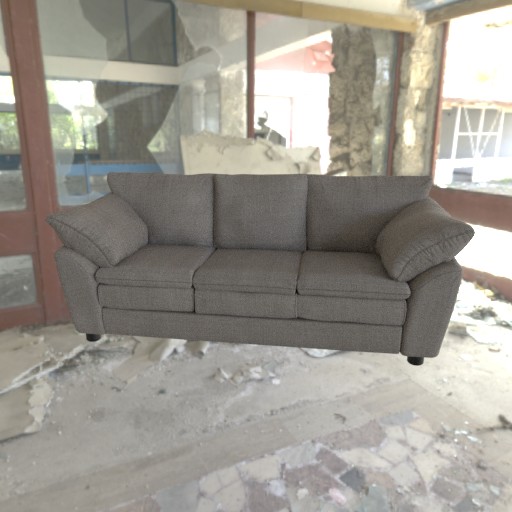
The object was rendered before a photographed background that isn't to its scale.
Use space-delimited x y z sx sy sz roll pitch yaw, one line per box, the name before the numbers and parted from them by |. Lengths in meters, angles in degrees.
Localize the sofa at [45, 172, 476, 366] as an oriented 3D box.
sofa | 0.000 0.000 2.802 2.334 0.996 0.878 2 15 9
